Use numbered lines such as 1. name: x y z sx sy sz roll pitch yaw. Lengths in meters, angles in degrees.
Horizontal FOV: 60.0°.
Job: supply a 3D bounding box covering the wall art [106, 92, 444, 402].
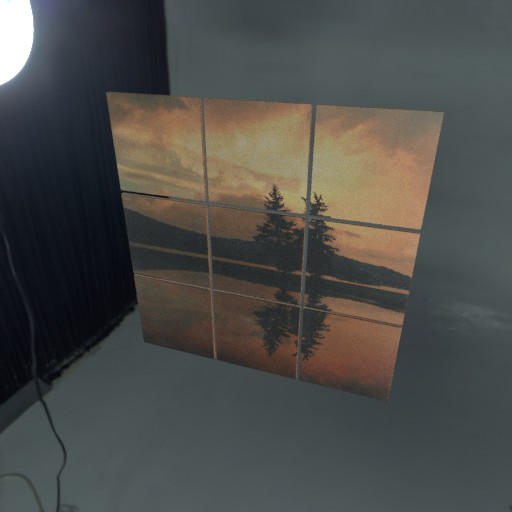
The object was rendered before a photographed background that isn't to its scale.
1. wall art: 0.000 0.000 1.819 1.216 1.218 0.013 9 30 17
